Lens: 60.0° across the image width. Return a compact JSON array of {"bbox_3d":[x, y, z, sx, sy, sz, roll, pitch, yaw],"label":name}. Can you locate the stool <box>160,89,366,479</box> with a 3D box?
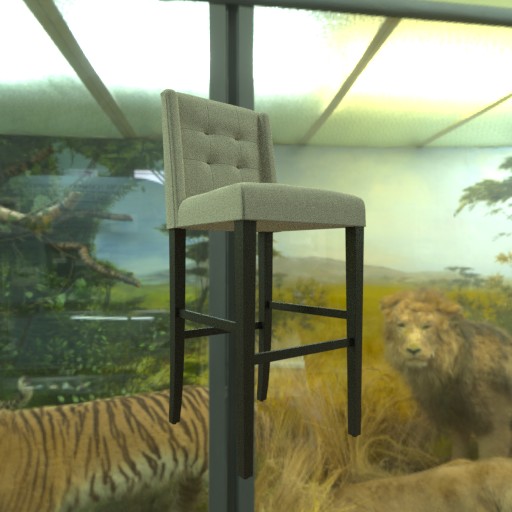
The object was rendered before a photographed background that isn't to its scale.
[{"bbox_3d":[0.000,0.000,1.424,0.474,1.116,0.509,0,0,-38],"label":"stool"}]
